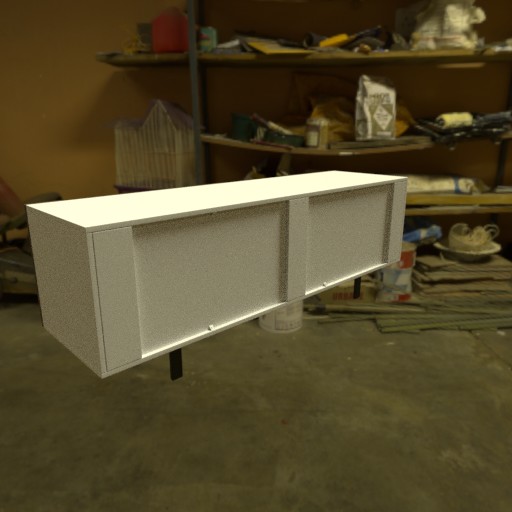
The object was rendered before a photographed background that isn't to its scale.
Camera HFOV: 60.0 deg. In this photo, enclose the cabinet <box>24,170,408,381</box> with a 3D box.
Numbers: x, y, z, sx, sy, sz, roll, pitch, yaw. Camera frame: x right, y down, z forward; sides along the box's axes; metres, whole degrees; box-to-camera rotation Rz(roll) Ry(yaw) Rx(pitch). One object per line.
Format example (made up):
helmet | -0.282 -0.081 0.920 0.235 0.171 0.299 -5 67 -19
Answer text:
cabinet | 0.000 0.000 1.742 1.499 0.533 0.431 -15 22 -41
